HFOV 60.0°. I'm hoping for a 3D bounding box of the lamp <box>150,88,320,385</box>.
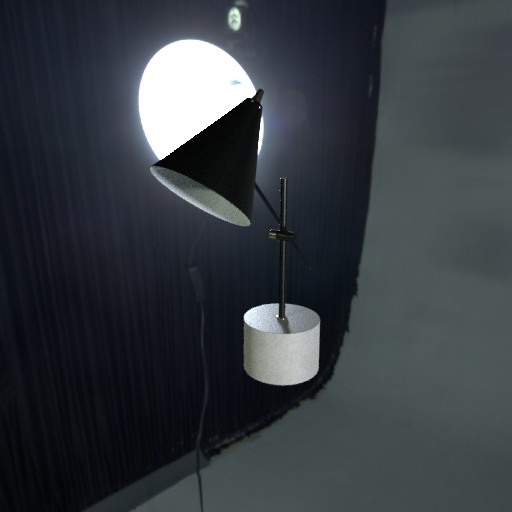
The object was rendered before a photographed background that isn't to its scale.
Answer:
[{"bbox_3d":[0.000,0.000,0.747,0.214,0.518,0.403,14,21,42],"label":"lamp"}]
